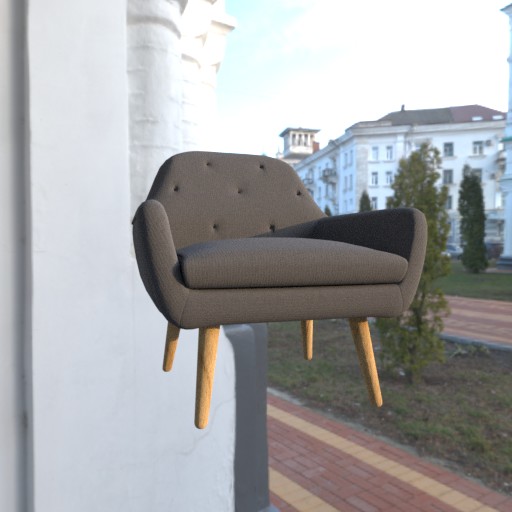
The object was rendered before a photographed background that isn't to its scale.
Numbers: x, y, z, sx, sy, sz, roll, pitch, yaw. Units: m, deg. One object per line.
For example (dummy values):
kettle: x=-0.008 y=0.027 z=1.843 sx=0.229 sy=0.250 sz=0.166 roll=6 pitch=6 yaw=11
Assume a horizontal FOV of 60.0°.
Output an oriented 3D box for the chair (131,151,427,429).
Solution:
chair: x=0.000 y=0.000 z=1.423 sx=0.770 sy=0.800 sz=0.779 roll=0 pitch=1 yaw=-18
